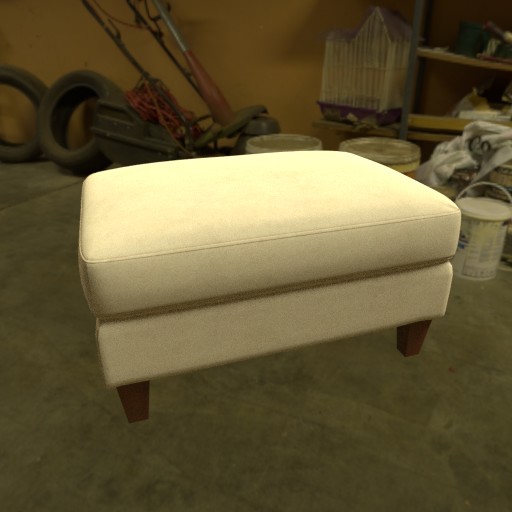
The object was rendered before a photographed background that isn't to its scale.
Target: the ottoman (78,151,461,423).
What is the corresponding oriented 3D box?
[{"bbox_3d":[0.000,0.000,1.213,0.864,0.483,0.584,-8,27,-16],"label":"ottoman"}]
